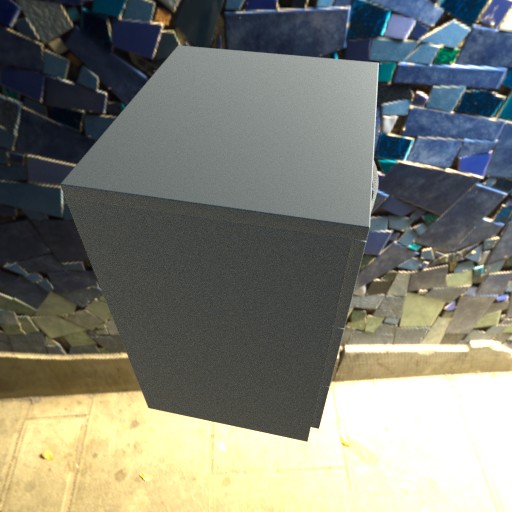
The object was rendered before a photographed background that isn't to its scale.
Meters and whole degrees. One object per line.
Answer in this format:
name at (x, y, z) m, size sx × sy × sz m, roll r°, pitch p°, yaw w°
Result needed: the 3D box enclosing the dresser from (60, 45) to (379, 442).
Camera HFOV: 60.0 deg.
dresser at (0.000, 0.000, 0.803) m, size 0.360 × 0.560 × 0.400 m, roll 9°, pitch 47°, yaw 8°
